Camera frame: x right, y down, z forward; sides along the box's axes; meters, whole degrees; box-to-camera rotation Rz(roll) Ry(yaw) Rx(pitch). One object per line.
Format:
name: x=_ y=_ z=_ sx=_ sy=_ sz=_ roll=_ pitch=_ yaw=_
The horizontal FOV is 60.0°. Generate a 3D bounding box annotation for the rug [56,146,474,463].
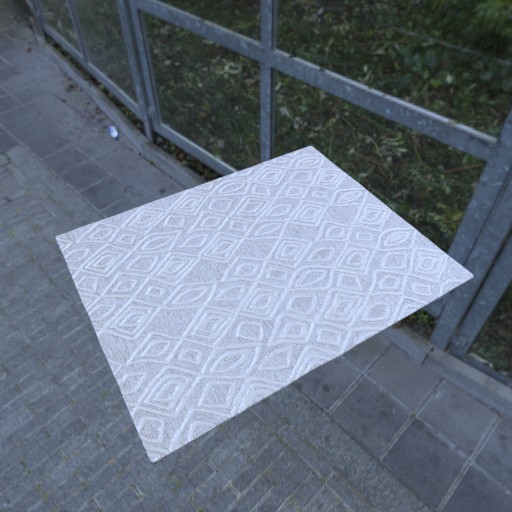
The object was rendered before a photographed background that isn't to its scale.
rug: x=0.000 y=0.000 z=4.087 sx=3.049 sy=0.025 sz=2.449 roll=-24 pitch=51 yaw=-21
